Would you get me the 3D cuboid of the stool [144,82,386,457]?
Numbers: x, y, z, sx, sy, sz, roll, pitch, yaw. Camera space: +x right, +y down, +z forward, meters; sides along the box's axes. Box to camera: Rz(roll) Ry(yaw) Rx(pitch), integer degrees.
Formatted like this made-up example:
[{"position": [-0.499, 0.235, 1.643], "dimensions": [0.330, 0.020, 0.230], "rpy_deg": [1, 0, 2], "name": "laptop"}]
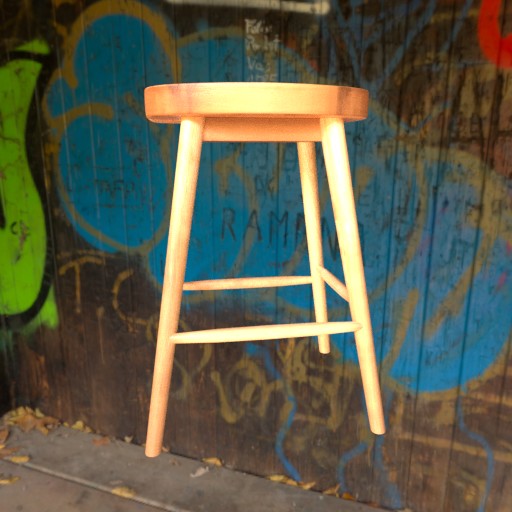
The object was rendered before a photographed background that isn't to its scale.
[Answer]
[{"position": [0.000, 0.000, 0.890], "dimensions": [0.440, 0.615, 0.361], "rpy_deg": [-2, 14, -8], "name": "stool"}]
